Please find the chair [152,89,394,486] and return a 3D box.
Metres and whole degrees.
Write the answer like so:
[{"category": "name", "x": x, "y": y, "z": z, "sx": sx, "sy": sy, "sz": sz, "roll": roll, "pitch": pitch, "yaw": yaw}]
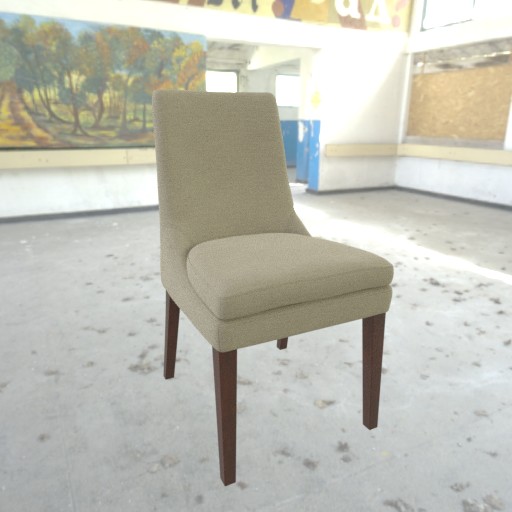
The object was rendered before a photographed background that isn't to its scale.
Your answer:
[{"category": "chair", "x": 0.000, "y": 0.000, "z": 1.302, "sx": 0.515, "sy": 0.940, "sz": 0.638, "roll": -8, "pitch": 19, "yaw": -26}]
